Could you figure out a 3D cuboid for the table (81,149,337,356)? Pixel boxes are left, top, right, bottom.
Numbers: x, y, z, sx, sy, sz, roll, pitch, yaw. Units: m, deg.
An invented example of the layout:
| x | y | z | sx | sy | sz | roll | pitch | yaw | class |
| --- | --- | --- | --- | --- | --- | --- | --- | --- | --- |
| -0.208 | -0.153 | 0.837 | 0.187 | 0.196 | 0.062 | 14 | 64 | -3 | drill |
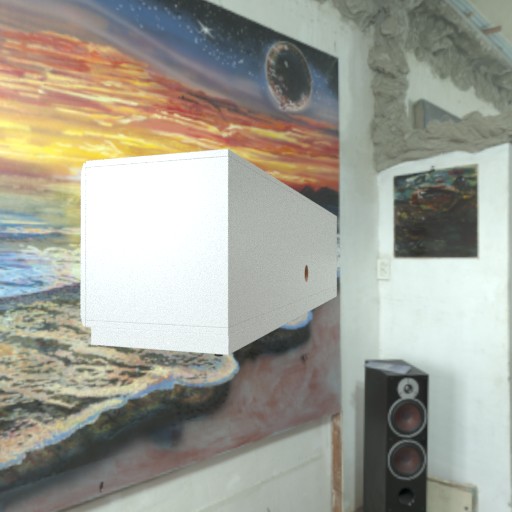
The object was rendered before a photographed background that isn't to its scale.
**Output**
| x | y | z | sx | sy | sz | roll | pitch | yaw | class |
| --- | --- | --- | --- | --- | --- | --- | --- | --- | --- |
| 0.000 | 0.000 | 1.729 | 0.400 | 0.440 | 1.550 | 0 | 0 | 19 | table |
